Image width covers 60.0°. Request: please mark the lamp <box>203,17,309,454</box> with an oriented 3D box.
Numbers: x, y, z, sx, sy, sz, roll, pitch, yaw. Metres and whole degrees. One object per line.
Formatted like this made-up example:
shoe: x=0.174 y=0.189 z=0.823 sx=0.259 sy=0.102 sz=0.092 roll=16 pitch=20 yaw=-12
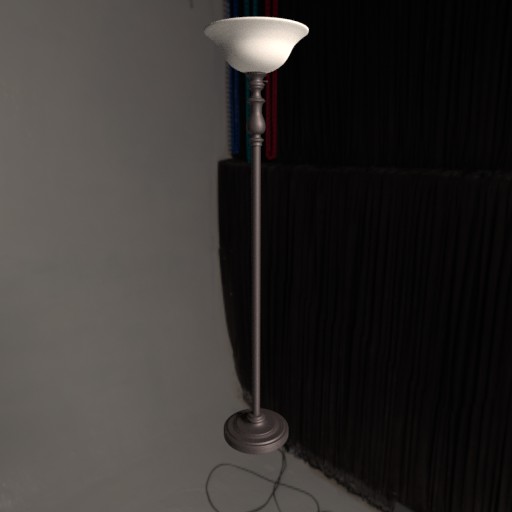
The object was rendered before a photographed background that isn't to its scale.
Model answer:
lamp: x=0.000 y=0.000 z=1.939 sx=0.405 sy=1.797 sz=0.405 roll=-14 pitch=20 yaw=-43
